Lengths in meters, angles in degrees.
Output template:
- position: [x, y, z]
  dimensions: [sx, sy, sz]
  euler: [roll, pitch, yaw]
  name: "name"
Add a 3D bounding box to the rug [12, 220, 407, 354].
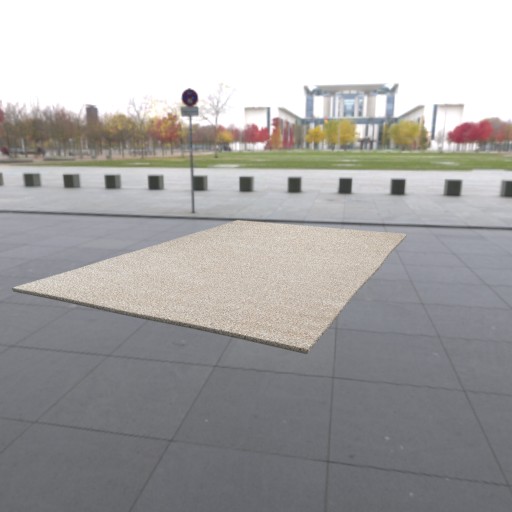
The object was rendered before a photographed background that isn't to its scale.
- position: [0.000, 0.000, 3.337]
  dimensions: [1.800, 0.025, 2.699]
  euler: [7, 15, 26]
  name: "rug"
